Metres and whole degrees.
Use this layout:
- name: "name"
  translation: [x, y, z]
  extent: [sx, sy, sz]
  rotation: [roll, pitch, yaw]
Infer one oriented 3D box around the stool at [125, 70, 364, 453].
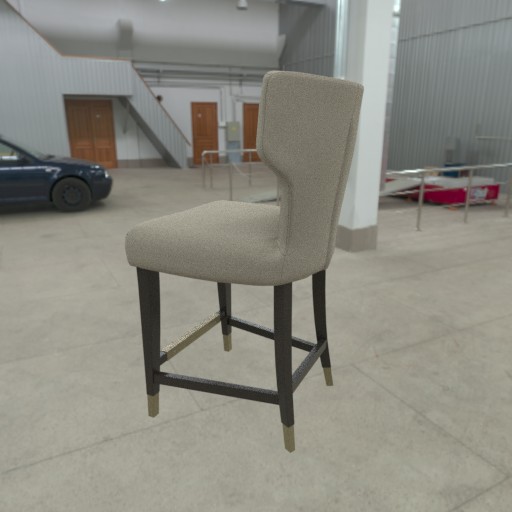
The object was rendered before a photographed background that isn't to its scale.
- name: "stool"
  translation: [0.000, 0.000, 1.336]
  extent: [0.563, 0.982, 0.527]
  rotation: [8, 19, 26]
